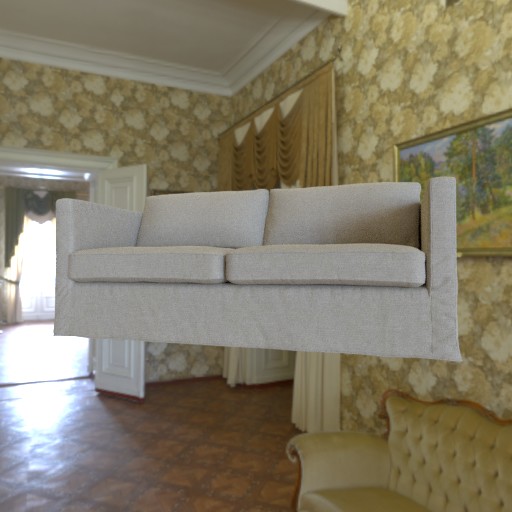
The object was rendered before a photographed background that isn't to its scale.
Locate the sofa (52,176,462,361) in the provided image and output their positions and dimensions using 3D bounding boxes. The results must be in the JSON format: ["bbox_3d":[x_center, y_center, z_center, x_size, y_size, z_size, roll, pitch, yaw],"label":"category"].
[{"bbox_3d":[0.000,0.000,2.453,1.987,0.847,0.956,0,-1,18],"label":"sofa"}]
